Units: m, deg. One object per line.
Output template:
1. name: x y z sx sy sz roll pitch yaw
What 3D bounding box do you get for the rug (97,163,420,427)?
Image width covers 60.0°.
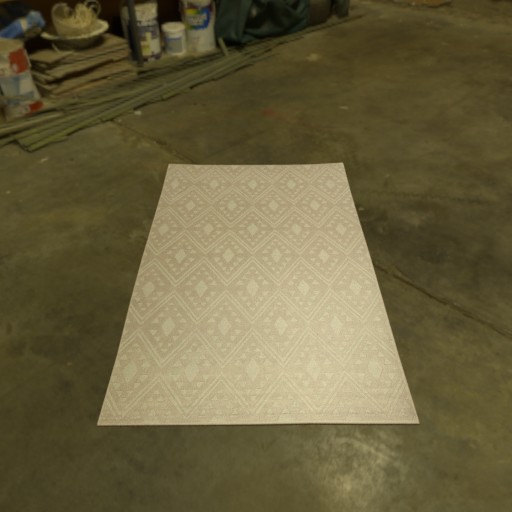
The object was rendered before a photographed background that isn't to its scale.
1. rug: 0.000 0.000 3.018 1.553 0.053 2.430 0 42 0
